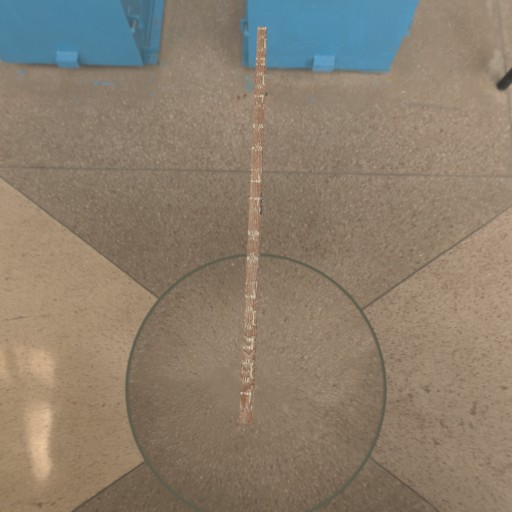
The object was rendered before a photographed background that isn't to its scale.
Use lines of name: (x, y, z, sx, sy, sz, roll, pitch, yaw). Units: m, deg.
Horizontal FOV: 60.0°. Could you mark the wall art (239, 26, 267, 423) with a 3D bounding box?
wall art: (0.000, 0.000, 0.590, 0.012, 0.384, 0.384, 2, 75, 1)
